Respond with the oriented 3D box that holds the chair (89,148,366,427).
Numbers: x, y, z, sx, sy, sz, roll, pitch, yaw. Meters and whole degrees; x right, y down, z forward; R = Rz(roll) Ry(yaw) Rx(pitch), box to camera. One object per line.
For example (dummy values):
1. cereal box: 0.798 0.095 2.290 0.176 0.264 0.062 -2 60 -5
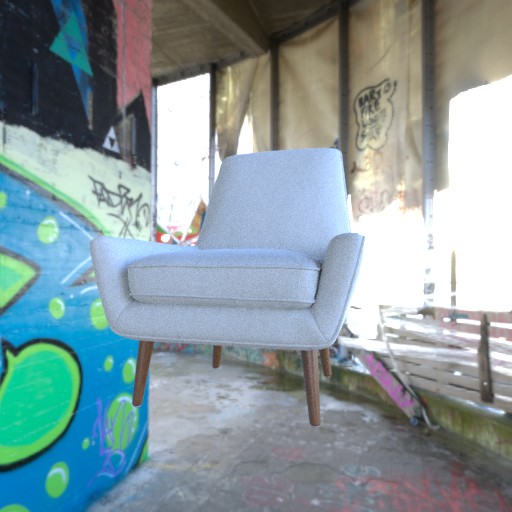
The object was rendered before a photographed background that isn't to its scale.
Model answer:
1. chair: 0.000 0.000 1.536 0.787 0.888 0.822 0 -1 17
